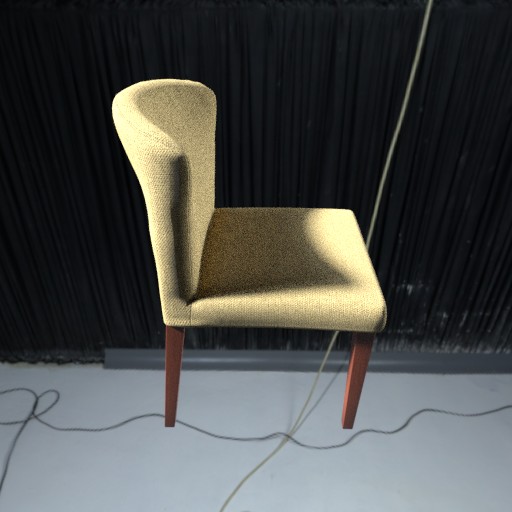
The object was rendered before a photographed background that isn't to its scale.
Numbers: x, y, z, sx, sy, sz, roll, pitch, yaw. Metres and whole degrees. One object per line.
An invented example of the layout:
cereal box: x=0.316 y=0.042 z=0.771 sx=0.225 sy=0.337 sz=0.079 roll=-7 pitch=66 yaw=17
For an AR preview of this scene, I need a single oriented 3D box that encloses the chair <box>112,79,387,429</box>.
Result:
chair: x=0.000 y=0.000 z=1.164 sx=0.589 sy=0.839 sz=0.491 roll=1 pitch=33 yaw=1
